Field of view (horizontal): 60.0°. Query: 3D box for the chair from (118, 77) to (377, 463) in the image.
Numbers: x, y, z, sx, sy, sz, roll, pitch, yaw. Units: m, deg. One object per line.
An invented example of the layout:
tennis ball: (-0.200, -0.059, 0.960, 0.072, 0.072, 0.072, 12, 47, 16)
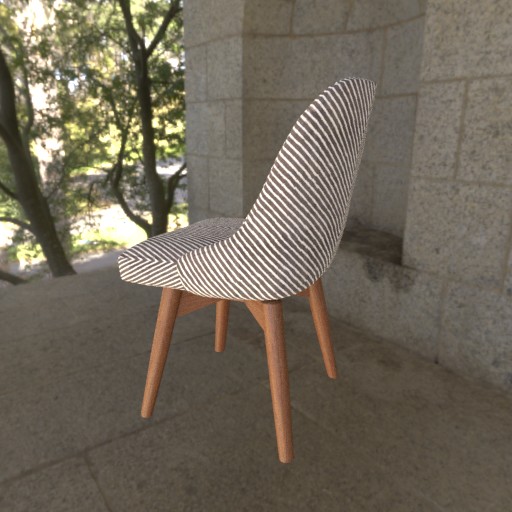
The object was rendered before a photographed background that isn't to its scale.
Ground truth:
chair: (0.000, 0.000, 1.231, 0.591, 0.883, 0.504, 7, 17, 24)
